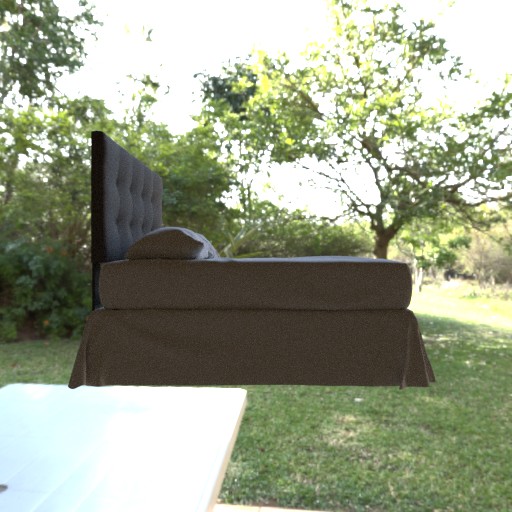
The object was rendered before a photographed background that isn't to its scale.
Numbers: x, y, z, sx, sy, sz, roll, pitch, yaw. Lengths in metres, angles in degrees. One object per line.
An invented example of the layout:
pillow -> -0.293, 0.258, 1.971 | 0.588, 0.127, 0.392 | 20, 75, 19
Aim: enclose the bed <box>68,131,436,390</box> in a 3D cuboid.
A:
bed -> 0.000, 0.000, 3.558 | 2.222, 1.577, 1.936 | 0, 0, 1
